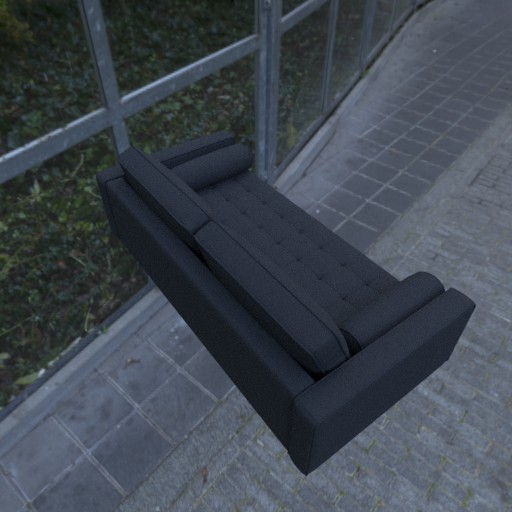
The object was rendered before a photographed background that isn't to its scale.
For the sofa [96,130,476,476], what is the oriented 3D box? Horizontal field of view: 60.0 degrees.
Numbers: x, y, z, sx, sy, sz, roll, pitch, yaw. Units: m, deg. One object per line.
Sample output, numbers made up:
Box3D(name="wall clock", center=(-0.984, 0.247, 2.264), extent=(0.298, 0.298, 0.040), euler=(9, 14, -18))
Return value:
Box3D(name="sofa", center=(0.000, 0.000, 2.291), extent=(0.914, 0.759, 1.875), euler=(-27, 49, -26))
